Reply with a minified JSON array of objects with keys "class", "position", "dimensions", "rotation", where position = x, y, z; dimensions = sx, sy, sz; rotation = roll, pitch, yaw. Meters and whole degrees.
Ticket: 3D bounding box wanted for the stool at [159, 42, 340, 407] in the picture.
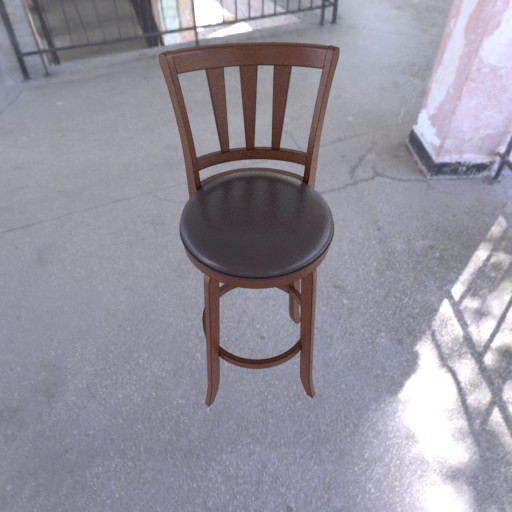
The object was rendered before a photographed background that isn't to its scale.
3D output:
[{"class":"stool","position":[0.000,0.000,1.434],"dimensions":[0.464,1.177,0.503],"rotation":[-4,46,-4]}]
